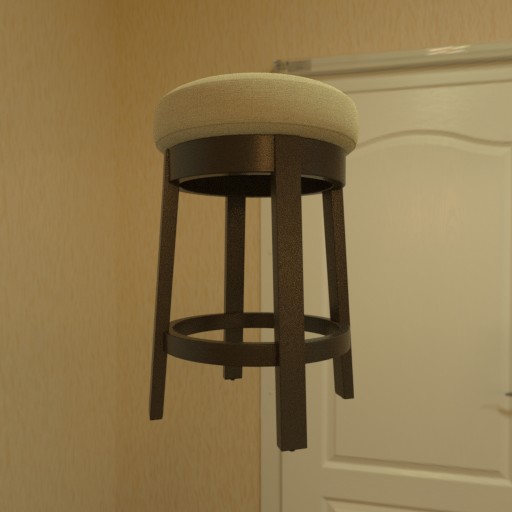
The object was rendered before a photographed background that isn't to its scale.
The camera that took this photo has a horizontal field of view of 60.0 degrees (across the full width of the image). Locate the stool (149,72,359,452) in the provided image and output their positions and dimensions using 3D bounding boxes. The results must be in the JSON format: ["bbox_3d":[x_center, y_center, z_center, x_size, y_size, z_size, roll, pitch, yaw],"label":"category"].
[{"bbox_3d":[0.000,0.000,0.952,0.449,0.655,0.449,0,1,0],"label":"stool"}]
